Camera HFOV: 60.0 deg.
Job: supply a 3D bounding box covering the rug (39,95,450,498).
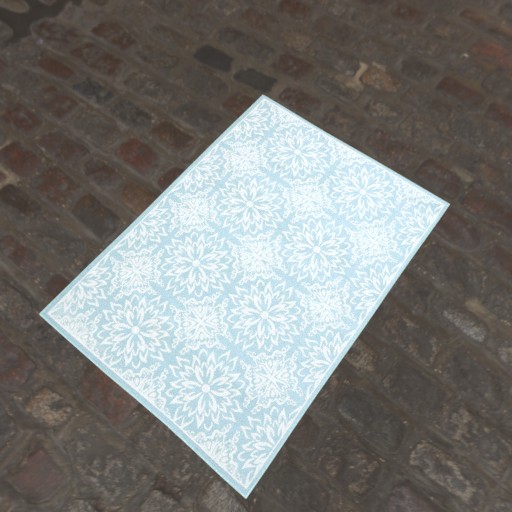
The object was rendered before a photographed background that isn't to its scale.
[{"bbox_3d":[0.000,0.000,2.816,1.589,0.014,2.205,35,70,15],"label":"rug"}]
